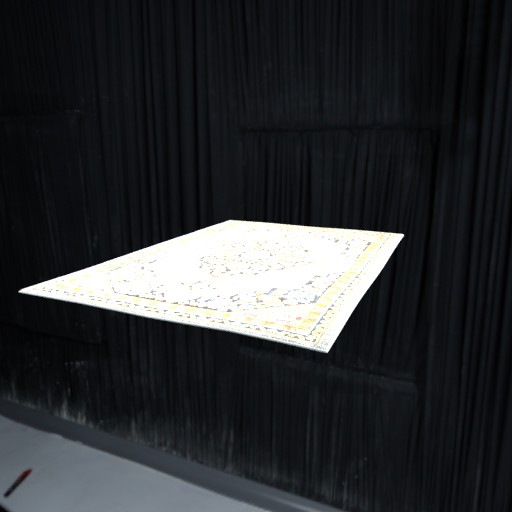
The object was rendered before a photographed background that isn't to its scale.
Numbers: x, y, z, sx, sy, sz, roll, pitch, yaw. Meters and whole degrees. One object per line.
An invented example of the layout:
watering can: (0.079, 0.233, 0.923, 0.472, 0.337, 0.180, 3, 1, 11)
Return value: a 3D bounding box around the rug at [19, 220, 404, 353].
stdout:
rug: (0.000, 0.000, 3.715, 2.043, 0.026, 2.901, 7, 16, 24)
